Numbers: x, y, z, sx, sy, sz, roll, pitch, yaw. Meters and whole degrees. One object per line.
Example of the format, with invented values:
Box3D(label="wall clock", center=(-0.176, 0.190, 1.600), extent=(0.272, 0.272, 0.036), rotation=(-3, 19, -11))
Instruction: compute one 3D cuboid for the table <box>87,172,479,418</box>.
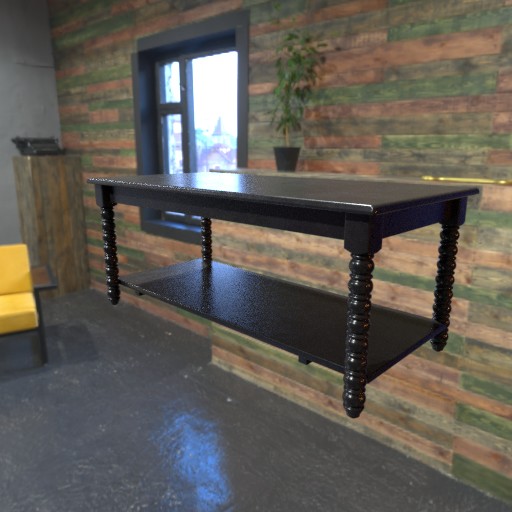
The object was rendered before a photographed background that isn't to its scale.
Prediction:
Box3D(label="table", center=(0.000, 0.000, 1.473), extent=(1.171, 0.487, 0.580), rotation=(13, 19, 42))
